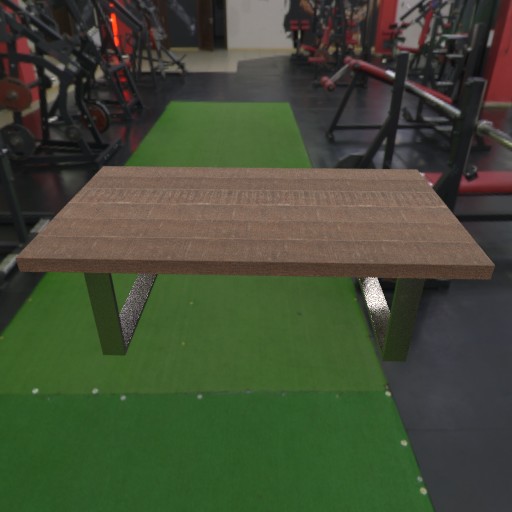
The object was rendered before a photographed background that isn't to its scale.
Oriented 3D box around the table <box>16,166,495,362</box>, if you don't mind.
[{"bbox_3d":[0.000,0.000,1.747,1.400,0.440,0.800,1,31,2],"label":"table"}]
